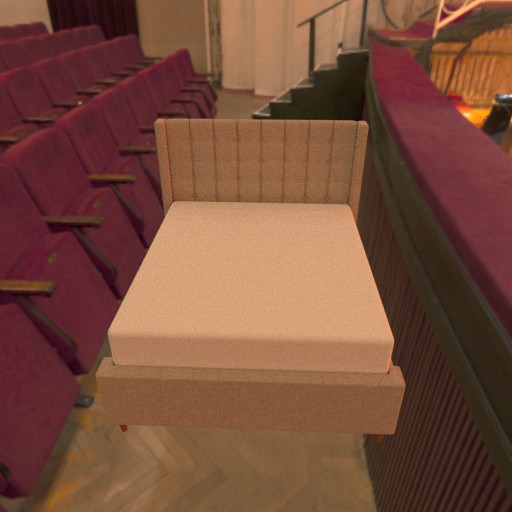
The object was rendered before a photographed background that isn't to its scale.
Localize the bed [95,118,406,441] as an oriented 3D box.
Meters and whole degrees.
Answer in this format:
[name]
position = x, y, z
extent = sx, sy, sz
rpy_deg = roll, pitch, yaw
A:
[bed]
position = 0.000, 0.000, 3.785
extent = 2.045, 1.743, 2.370
rpy_deg = 1, 31, 2
